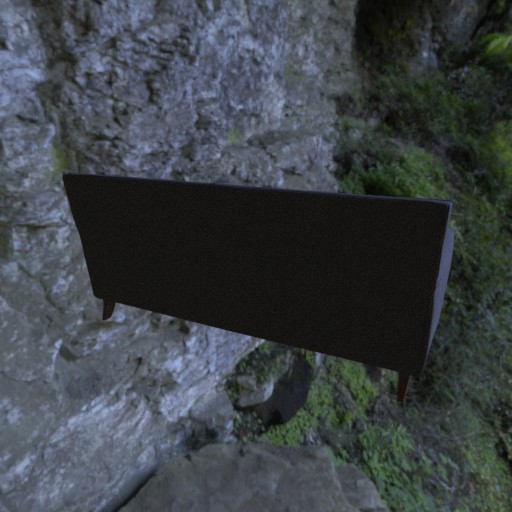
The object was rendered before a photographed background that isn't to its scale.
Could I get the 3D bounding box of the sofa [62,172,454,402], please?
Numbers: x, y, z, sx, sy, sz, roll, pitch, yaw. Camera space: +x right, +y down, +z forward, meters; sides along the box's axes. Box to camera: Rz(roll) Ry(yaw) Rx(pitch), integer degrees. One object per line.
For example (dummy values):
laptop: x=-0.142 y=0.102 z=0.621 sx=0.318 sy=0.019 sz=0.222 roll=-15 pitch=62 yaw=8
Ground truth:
sofa: x=0.000 y=0.000 z=2.477 sx=2.002 sy=0.907 sz=0.843 roll=9 pitch=19 yaw=27
